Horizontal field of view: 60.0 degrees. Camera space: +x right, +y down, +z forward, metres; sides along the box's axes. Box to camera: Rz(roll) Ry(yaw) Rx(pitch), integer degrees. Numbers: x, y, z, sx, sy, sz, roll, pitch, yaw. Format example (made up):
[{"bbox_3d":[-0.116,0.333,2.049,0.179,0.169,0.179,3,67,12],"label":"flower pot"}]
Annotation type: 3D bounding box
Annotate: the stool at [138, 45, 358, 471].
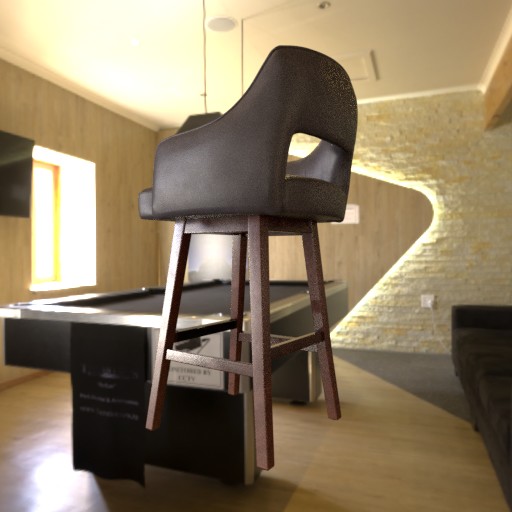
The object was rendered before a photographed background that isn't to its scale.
[{"bbox_3d":[0.000,0.000,1.346,0.560,1.041,0.550,1,1,35],"label":"stool"}]
